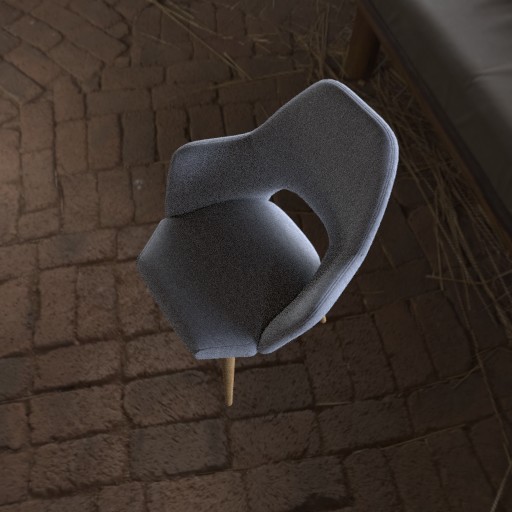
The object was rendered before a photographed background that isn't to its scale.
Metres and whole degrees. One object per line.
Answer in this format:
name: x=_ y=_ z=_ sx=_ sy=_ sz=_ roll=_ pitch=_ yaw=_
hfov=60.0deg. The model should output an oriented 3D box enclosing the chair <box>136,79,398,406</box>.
chair: x=0.000 y=0.000 z=1.276 sx=0.610 sy=0.840 sz=0.590 roll=-32 pitch=67 yaw=-15
